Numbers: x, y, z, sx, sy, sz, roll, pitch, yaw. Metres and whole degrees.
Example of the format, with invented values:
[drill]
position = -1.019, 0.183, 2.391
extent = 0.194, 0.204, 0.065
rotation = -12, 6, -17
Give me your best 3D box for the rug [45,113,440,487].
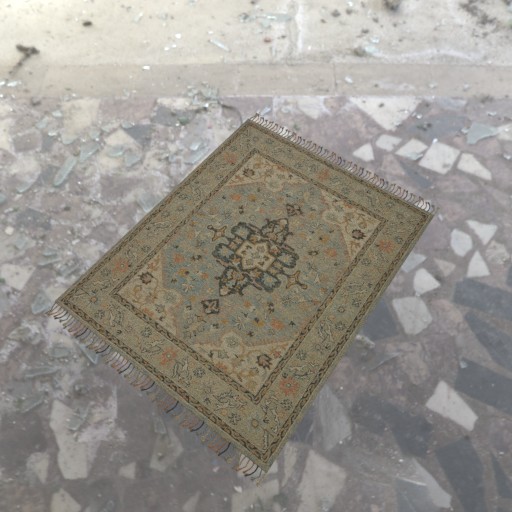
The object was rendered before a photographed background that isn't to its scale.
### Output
[rug]
position = 0.000, 0.000, 3.535
extent = 1.971, 0.010, 2.651
rotation = 32, 64, 18
